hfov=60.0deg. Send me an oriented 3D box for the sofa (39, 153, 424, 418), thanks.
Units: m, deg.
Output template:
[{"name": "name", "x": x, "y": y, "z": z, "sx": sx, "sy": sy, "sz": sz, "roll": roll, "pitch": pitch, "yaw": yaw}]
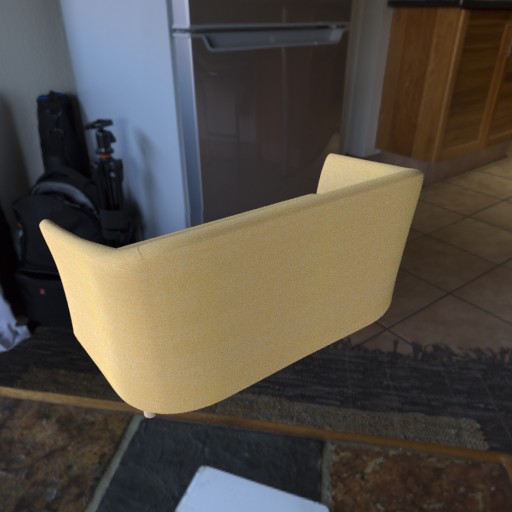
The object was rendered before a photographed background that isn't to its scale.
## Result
[{"name": "sofa", "x": 0.000, "y": 0.000, "z": 1.831, "sx": 1.452, "sy": 0.721, "sz": 0.705, "roll": -19, "pitch": 35, "yaw": -29}]
